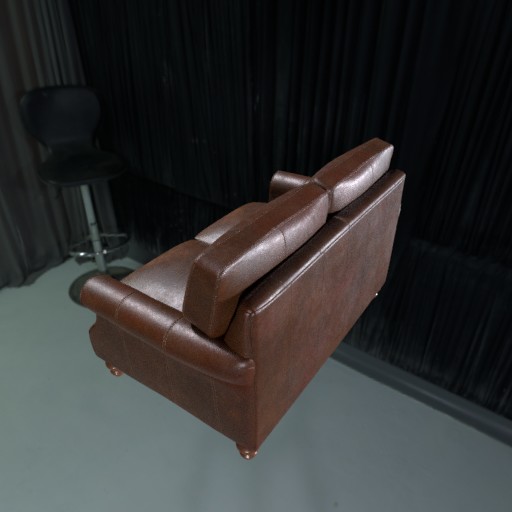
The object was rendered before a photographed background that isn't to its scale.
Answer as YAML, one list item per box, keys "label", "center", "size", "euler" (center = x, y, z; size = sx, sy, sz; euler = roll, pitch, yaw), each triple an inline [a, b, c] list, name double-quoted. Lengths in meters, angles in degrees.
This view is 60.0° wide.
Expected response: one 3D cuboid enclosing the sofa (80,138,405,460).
- label: "sofa"
  center: [0.000, 0.000, 2.268]
  size: [0.990, 0.976, 1.616]
  euler: [20, 37, 29]
